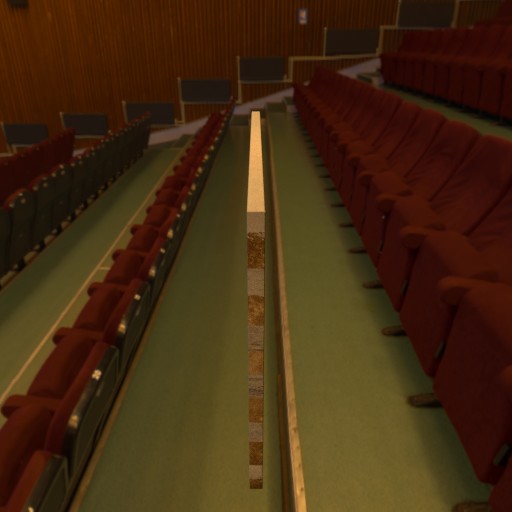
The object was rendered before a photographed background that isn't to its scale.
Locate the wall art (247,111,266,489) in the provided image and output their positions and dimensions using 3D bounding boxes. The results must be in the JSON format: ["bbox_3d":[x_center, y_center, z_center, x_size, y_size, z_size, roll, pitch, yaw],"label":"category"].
[{"bbox_3d":[0.000,0.000,1.195,0.027,0.610,0.932,0,27,0],"label":"wall art"}]
